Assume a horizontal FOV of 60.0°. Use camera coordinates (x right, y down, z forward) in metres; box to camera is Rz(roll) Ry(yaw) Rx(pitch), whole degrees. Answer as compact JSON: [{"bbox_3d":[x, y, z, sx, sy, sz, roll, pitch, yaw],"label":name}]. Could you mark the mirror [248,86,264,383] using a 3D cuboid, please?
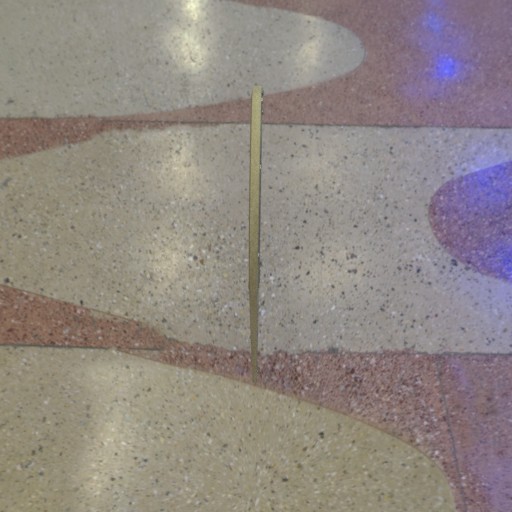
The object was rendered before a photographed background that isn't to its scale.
[{"bbox_3d":[0.000,0.000,1.274,0.025,1.175,0.464,1,62,1],"label":"mirror"}]
